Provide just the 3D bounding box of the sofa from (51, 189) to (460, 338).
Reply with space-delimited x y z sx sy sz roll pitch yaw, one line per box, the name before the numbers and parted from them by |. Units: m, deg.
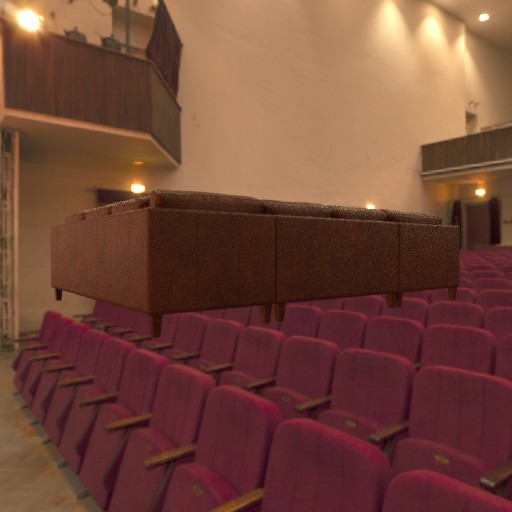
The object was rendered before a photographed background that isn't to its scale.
sofa | 0.000 0.000 4.459 3.324 0.891 2.452 -1 1 -37
